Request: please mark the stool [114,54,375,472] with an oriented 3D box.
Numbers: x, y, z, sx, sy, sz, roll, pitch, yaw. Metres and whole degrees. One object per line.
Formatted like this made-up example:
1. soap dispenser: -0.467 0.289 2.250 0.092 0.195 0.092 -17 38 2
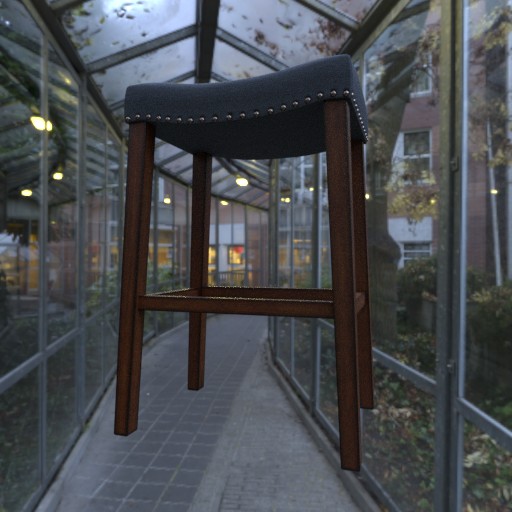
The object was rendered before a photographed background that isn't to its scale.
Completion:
1. stool: 0.000 0.000 1.016 0.502 0.748 0.366 0 0 19
